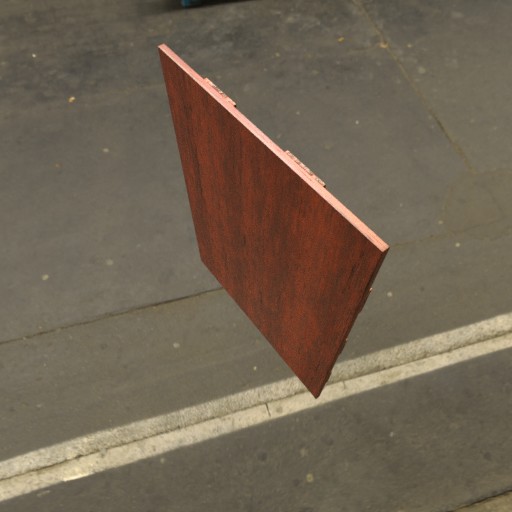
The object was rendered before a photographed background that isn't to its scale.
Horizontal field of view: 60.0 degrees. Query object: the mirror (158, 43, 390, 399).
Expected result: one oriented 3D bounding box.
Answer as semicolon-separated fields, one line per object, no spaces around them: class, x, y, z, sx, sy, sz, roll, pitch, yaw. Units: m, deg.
mirror;0.000;0.000;1.083;0.021;0.805;0.600;-33;64;-19
